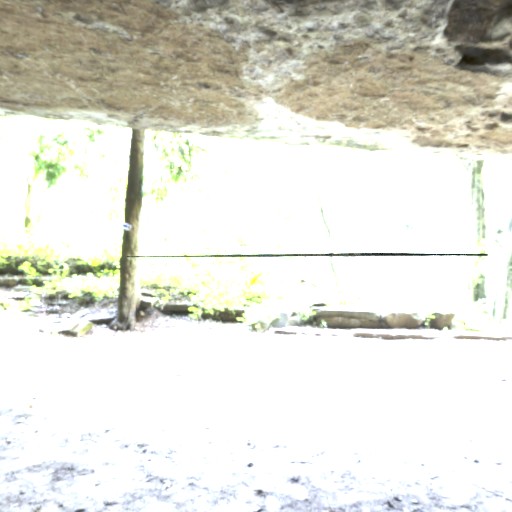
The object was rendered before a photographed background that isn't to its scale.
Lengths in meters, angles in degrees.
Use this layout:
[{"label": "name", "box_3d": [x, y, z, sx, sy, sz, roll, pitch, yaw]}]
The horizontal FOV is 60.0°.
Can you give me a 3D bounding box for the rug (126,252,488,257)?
[{"label": "rug", "box_3d": [0.000, 0.000, 2.712, 0.744, 0.010, 2.441, 0, 0, -36]}]
